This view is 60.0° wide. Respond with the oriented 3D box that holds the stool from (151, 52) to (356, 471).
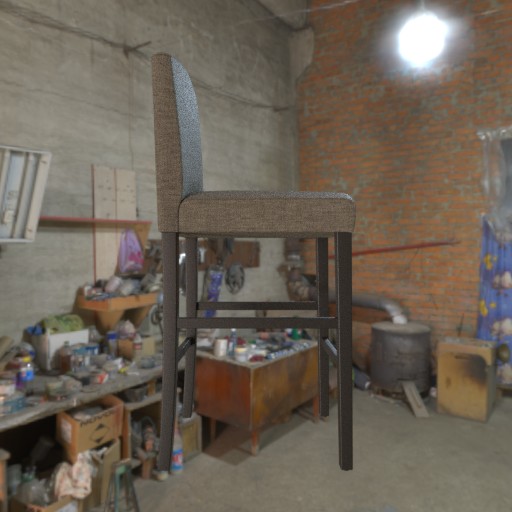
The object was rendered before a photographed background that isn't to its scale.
[{"bbox_3d":[0.000,0.000,1.377,0.552,1.138,0.451,0,0,0],"label":"stool"}]
